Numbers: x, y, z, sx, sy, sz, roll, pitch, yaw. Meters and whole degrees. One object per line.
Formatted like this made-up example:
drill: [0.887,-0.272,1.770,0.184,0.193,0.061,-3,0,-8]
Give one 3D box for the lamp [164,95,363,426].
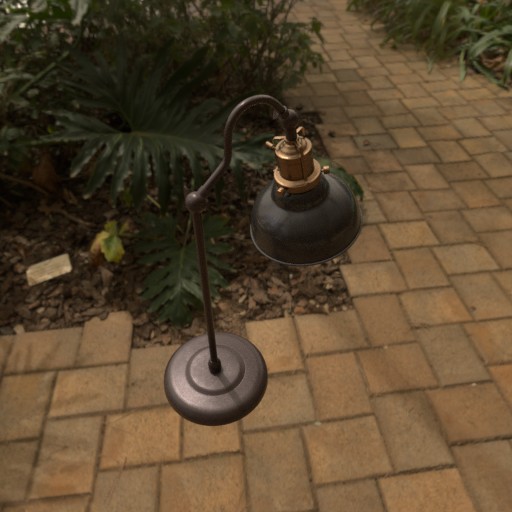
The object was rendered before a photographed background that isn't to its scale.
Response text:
lamp: [0.000,0.000,0.692,0.374,0.508,0.192,-26,48,-26]
